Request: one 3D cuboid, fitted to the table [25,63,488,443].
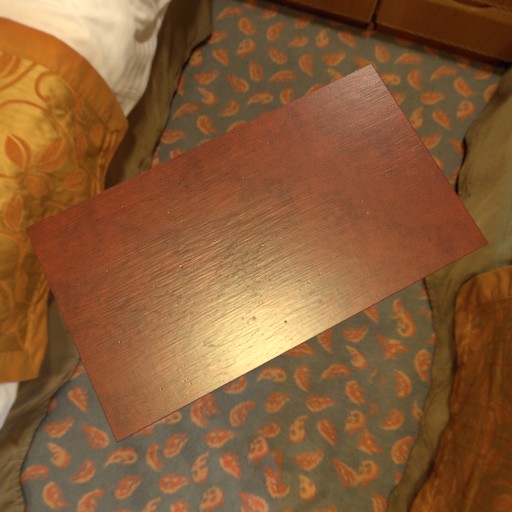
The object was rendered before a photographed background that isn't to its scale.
[{"bbox_3d":[0.000,0.000,1.254,0.943,0.456,0.533,-27,79,-6],"label":"table"}]
